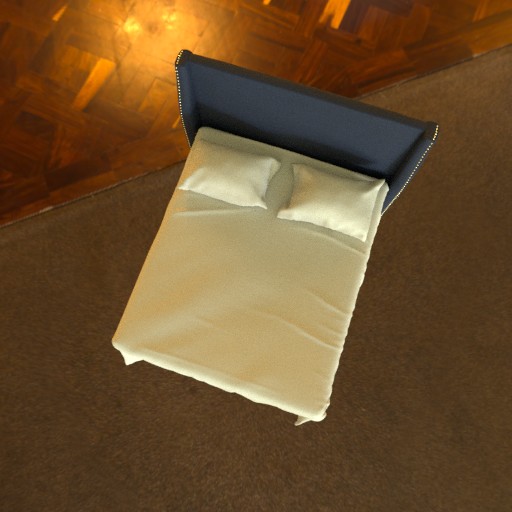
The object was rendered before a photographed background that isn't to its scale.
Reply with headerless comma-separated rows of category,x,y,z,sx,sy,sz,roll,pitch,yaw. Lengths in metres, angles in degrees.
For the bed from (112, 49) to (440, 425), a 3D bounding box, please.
bed,0.000,0.000,3.456,1.925,1.332,2.276,18,76,5
